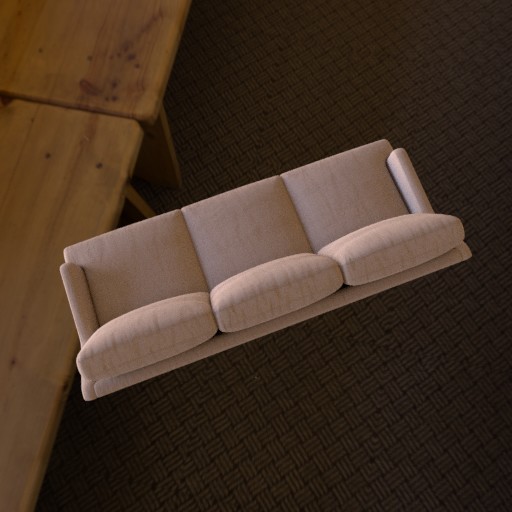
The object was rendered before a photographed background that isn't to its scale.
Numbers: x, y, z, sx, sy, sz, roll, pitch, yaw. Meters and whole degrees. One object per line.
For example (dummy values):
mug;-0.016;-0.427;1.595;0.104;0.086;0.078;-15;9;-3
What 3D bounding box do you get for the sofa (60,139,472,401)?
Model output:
sofa;0.000;0.000;2.799;2.321;0.913;1.000;-20;76;-5
